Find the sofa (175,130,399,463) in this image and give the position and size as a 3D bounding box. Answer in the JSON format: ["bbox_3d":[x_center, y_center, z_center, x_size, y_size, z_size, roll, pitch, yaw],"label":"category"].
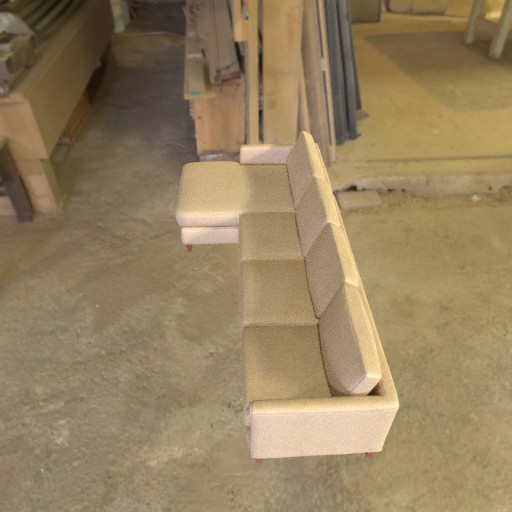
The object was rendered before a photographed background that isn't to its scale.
[{"bbox_3d":[0.000,0.000,3.784,1.502,0.876,3.201,-2,41,-2],"label":"sofa"}]
